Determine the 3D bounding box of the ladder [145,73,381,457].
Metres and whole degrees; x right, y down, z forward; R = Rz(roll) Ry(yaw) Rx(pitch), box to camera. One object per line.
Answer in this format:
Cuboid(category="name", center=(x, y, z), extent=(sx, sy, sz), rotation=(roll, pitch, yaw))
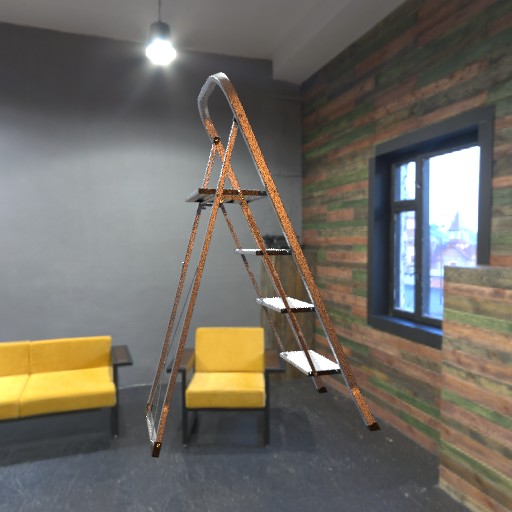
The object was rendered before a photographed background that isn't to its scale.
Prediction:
Cuboid(category="ladder", center=(0.000, 0.000, 1.729), extent=(0.830, 1.290, 0.465), rotation=(0, 2, -17))
